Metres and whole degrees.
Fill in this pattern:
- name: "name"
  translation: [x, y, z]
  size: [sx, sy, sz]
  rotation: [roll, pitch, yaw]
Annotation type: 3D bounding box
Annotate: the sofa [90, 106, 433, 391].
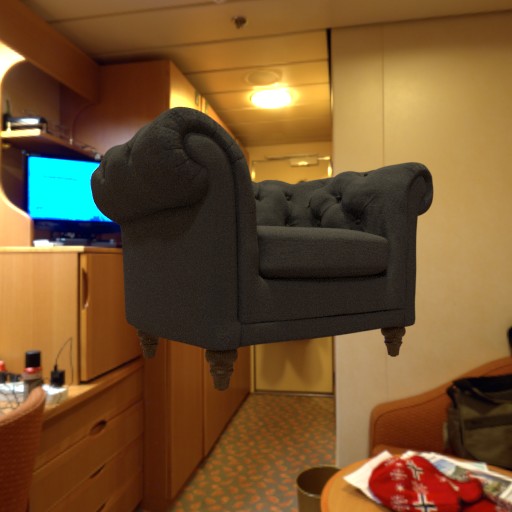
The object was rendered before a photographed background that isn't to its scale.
- name: "sofa"
  translation: [0.000, 0.000, 2.011]
  size: [1.405, 0.878, 1.032]
  rotation: [1, -1, -36]
